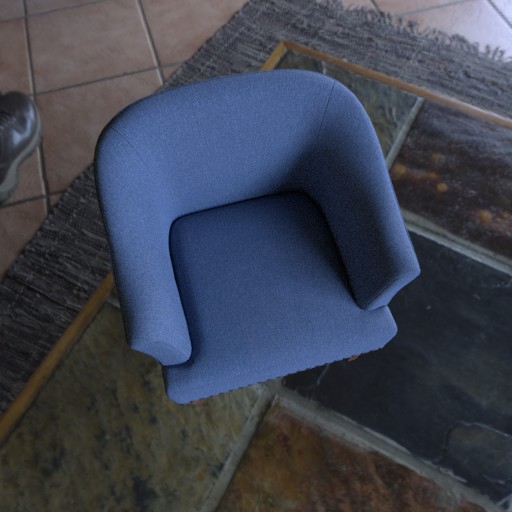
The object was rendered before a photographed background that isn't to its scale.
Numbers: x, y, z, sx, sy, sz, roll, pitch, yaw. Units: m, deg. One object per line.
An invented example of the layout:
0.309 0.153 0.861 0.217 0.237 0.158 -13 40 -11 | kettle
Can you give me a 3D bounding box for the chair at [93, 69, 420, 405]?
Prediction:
0.000 0.000 1.401 0.798 0.815 0.704 -14 64 -7 | chair
